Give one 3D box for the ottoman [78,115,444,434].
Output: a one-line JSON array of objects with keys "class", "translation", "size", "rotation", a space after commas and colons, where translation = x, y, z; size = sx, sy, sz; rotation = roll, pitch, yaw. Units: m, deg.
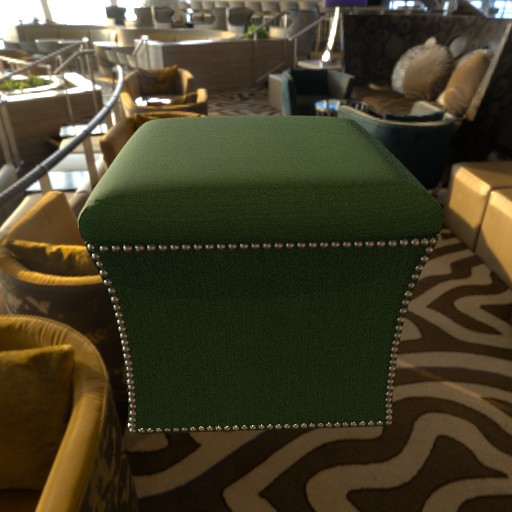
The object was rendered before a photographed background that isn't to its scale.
[{"class": "ottoman", "translation": [0.000, 0.000, 0.883], "size": [0.507, 0.475, 0.497], "rotation": [-1, 30, -2]}]
